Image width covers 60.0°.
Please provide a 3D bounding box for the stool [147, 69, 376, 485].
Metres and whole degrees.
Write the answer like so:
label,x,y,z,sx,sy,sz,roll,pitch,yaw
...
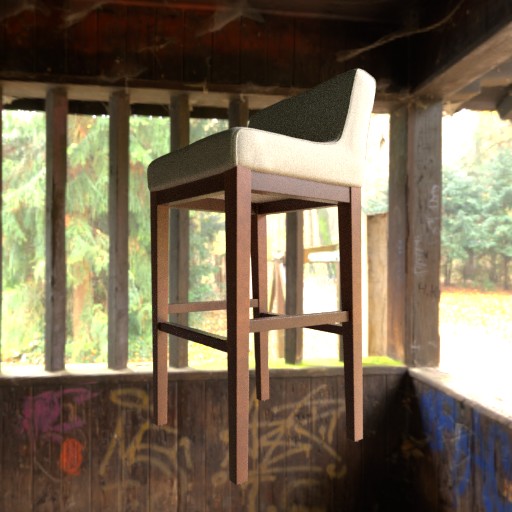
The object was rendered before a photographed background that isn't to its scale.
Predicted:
label,x,y,z,sx,sy,sz,roll,pitch,yaw
stool,0.000,0.000,1.312,0.500,1.037,0.511,0,0,-36
